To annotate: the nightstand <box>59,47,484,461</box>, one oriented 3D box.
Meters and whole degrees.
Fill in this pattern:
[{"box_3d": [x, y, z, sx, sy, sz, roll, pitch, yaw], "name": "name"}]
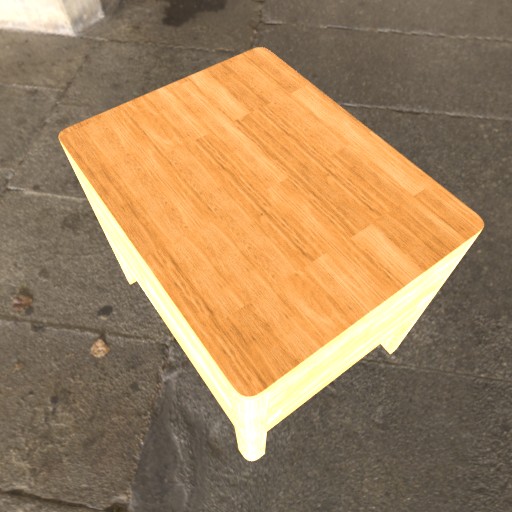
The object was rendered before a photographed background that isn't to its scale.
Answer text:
[{"box_3d": [0.000, 0.000, 0.898, 0.440, 0.470, 0.560, -31, 62, -19], "name": "nightstand"}]
